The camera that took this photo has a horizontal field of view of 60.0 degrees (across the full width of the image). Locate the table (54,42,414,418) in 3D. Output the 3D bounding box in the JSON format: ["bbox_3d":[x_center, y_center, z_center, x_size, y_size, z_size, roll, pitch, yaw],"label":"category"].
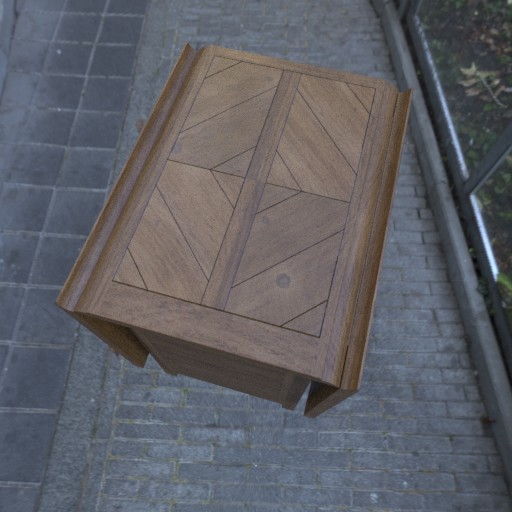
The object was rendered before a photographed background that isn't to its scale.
[{"bbox_3d":[0.000,0.000,1.304,0.591,0.763,0.746,14,66,7],"label":"table"}]
